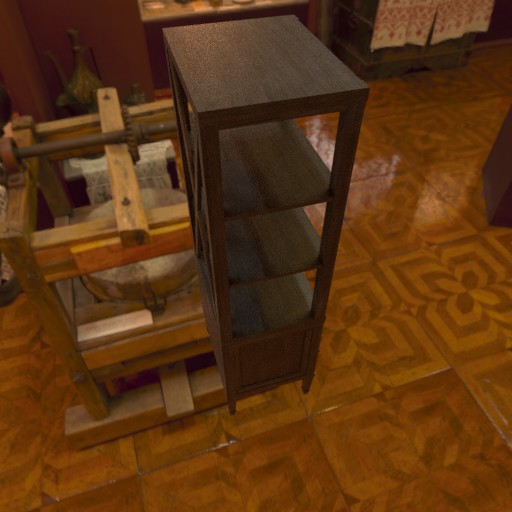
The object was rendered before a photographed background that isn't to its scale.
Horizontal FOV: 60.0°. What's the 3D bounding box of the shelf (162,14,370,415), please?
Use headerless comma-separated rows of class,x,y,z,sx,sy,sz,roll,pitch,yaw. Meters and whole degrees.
shelf,0.000,0.000,1.939,0.472,1.727,0.584,-12,47,-12
